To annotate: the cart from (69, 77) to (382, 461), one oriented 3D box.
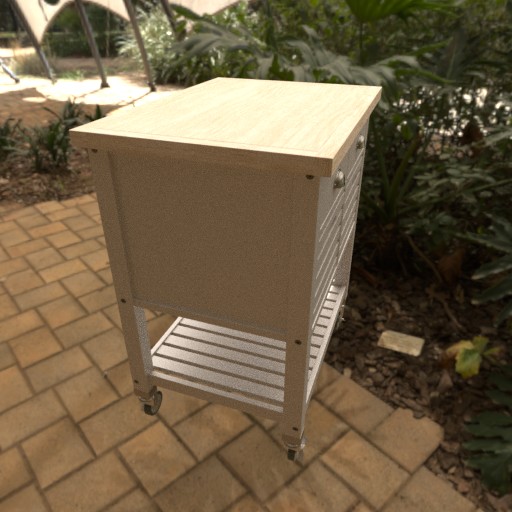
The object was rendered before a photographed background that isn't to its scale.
[{"bbox_3d":[0.000,0.000,1.384,0.559,0.914,0.762,10,32,17],"label":"cart"}]
